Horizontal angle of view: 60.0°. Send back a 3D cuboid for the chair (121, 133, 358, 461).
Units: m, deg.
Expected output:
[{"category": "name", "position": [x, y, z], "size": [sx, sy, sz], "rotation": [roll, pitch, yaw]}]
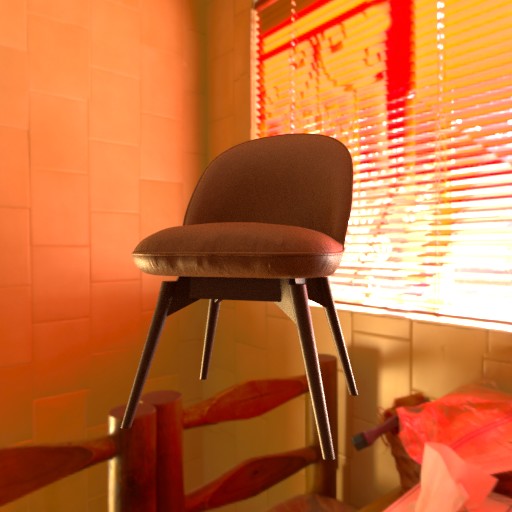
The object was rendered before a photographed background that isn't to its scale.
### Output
[{"category": "chair", "position": [0.000, 0.000, 1.236], "size": [0.521, 0.831, 0.631], "rotation": [0, 1, 19]}]
